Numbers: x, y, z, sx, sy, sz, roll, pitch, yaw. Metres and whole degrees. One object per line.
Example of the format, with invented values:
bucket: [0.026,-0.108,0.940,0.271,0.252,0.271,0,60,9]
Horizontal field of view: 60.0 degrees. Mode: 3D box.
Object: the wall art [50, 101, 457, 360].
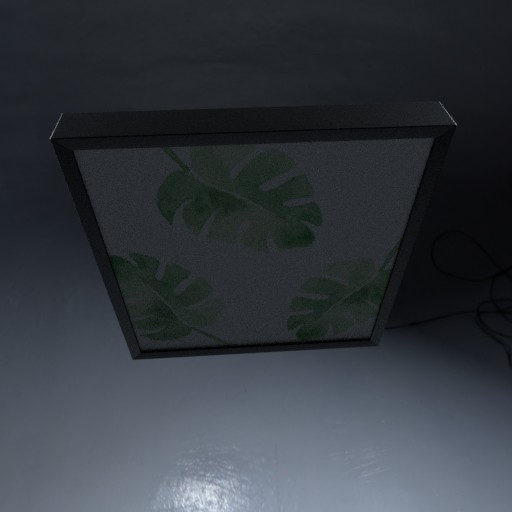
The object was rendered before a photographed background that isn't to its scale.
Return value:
wall art: [0.000,0.000,0.452,0.304,0.304,0.038,-3,46,-3]
